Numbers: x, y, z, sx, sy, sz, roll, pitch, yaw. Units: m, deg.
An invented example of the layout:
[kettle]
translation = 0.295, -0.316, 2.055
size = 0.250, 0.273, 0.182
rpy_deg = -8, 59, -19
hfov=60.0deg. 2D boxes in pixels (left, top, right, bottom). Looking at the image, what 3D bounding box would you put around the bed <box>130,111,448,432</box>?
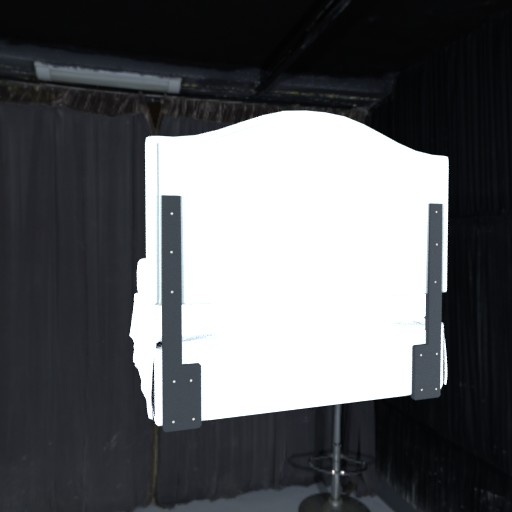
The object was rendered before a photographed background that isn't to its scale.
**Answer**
[bed]
translation = 0.000, 0.000, 3.380
size = 1.813, 1.607, 2.180
rpy_deg = -1, 2, -18
